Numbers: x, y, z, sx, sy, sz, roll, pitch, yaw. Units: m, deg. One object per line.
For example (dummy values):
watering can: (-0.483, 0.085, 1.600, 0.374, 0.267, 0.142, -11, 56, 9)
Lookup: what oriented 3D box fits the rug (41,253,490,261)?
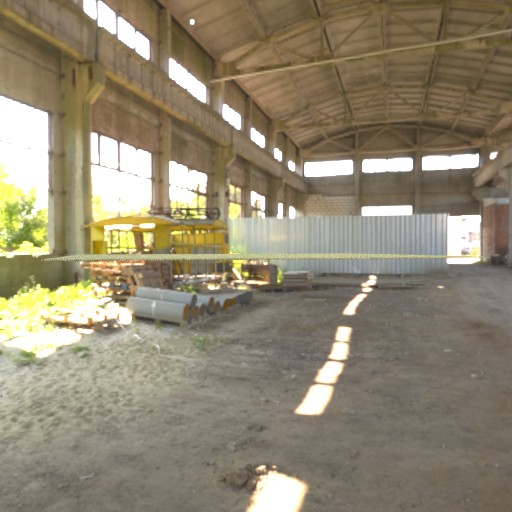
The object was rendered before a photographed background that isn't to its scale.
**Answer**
rug: (0.000, 0.000, 2.191, 1.747, 0.006, 1.143, 0, 1, -16)
